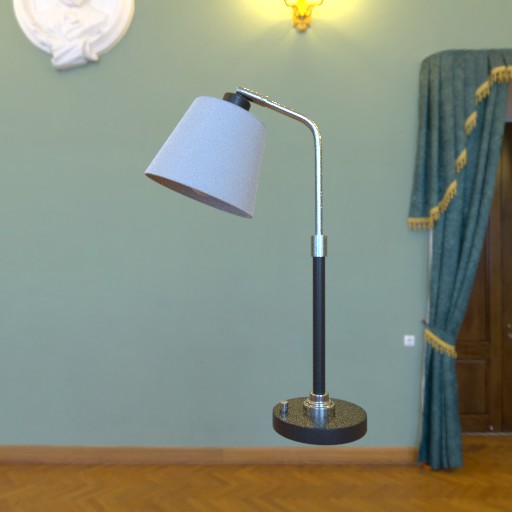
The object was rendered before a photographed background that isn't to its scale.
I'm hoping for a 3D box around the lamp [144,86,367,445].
[{"bbox_3d":[0.000,0.000,0.702,0.348,0.539,0.181,0,0,-1],"label":"lamp"}]
